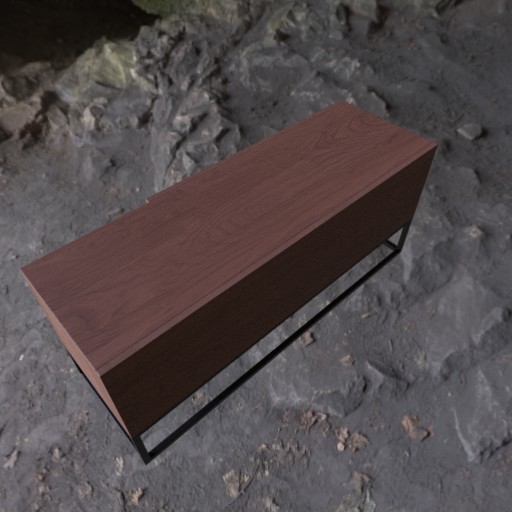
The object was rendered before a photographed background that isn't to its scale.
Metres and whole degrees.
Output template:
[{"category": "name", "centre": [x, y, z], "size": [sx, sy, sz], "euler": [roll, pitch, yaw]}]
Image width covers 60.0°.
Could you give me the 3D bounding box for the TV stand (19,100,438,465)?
[{"category": "TV stand", "centre": [0.000, 0.000, 1.420], "size": [1.200, 0.500, 0.415], "euler": [-34, 55, -28]}]
